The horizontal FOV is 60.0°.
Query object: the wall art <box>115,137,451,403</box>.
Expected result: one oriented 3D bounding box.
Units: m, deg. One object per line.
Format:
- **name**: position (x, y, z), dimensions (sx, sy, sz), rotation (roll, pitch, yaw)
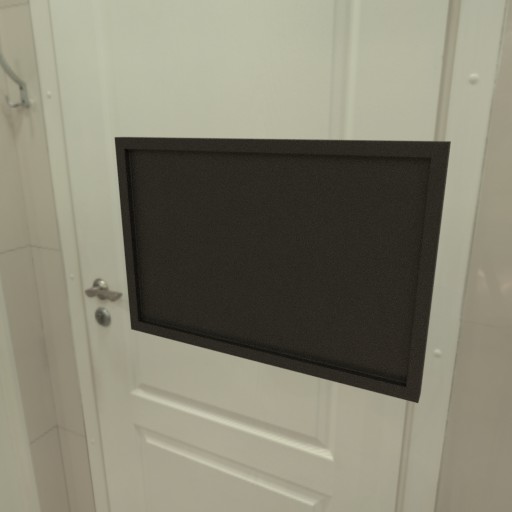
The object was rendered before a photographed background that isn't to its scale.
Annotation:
- **wall art**: position (0.000, 0.000, 0.590), dimensions (0.443, 0.301, 0.021), rotation (8, 18, 26)
